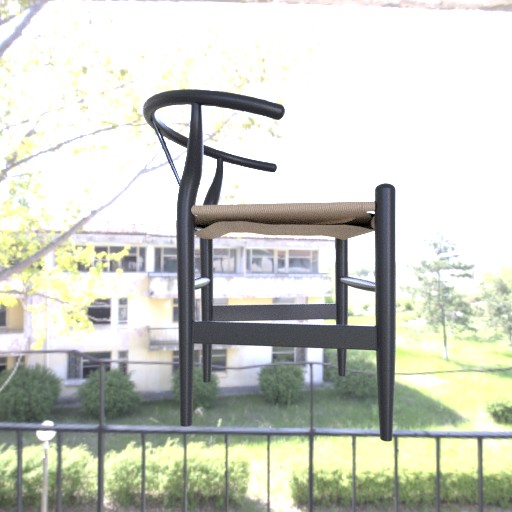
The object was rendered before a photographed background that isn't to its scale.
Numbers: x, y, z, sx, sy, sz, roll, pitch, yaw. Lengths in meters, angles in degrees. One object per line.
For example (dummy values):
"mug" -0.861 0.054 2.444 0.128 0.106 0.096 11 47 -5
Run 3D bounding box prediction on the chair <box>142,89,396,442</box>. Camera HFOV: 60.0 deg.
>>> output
"chair" 0.000 0.000 1.144 0.570 0.739 0.570 0 -1 1
